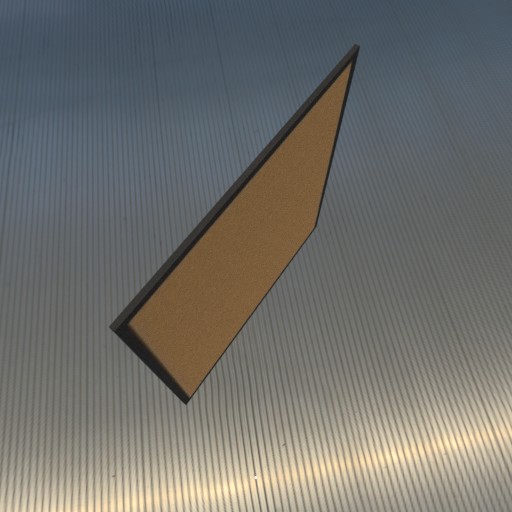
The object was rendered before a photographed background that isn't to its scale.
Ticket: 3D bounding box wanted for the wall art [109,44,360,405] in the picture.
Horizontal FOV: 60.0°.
[{"bbox_3d":[0.000,0.000,1.240,0.013,0.823,0.823,32,68,15],"label":"wall art"}]
